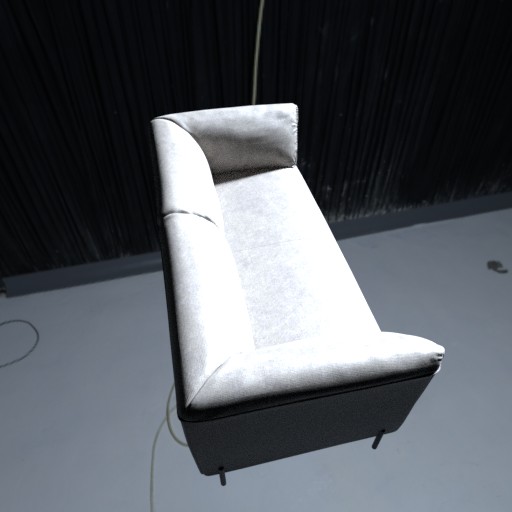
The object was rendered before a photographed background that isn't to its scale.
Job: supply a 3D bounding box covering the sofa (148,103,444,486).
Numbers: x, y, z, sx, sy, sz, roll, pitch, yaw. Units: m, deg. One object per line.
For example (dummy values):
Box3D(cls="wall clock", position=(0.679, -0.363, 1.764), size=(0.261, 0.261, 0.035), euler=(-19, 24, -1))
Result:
Box3D(cls="sofa", position=(0.000, 0.000, 2.260), size=(0.905, 0.747, 1.878), euler=(-9, 46, -9))
